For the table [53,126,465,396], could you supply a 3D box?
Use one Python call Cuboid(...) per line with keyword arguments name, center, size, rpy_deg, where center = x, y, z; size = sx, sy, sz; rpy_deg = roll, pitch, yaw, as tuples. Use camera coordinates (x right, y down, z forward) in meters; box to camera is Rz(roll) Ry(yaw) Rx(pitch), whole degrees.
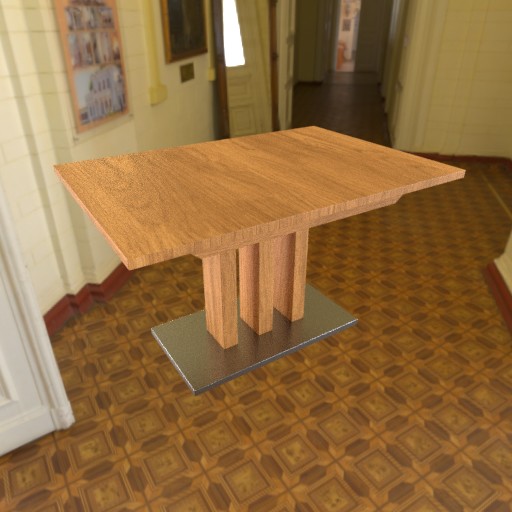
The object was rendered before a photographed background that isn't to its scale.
Cuboid(name="table", center=(0.000, 0.000, 1.880), size=(1.300, 0.770, 0.900), rpy_deg=(-17, 33, -28))
